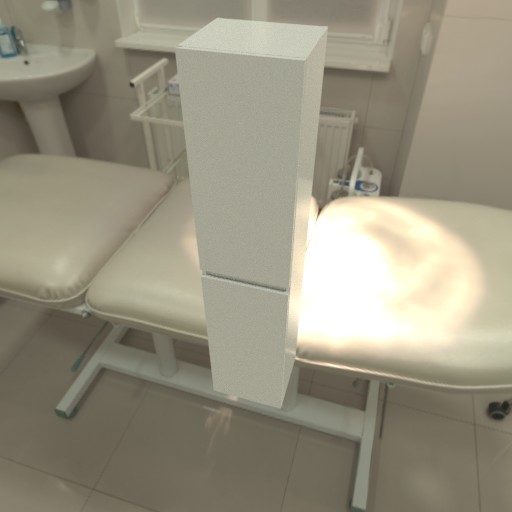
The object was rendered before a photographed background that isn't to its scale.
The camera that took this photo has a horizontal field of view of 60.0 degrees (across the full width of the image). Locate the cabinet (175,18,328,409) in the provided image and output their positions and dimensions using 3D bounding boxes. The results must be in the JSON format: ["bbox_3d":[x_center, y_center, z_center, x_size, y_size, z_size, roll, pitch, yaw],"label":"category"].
[{"bbox_3d":[0.000,0.000,1.523,0.300,1.400,0.270,11,43,13],"label":"cabinet"}]
